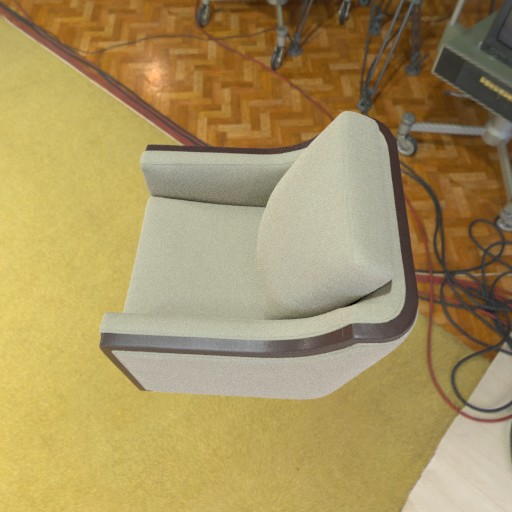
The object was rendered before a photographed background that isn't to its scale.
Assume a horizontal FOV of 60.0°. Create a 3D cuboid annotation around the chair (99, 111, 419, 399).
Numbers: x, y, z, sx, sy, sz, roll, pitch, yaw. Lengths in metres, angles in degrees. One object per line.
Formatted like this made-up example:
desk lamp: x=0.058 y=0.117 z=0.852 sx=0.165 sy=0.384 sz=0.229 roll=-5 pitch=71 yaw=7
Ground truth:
chair: x=0.000 y=0.000 z=1.656 sx=0.950 sy=0.930 sz=0.870 roll=3 pitch=60 yaw=2
